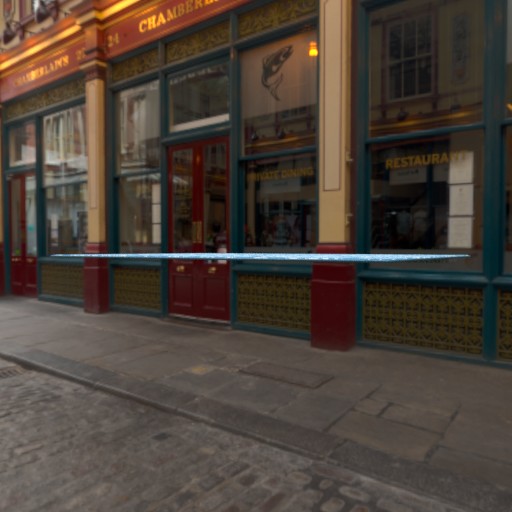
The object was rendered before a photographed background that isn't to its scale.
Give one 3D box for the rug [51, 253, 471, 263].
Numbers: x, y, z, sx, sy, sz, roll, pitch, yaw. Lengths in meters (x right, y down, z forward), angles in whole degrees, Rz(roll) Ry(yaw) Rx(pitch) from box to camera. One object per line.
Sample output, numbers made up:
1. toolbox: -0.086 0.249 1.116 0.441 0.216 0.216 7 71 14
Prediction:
1. rug: 0.000 0.000 2.314 1.833 0.012 1.211 1 1 36
